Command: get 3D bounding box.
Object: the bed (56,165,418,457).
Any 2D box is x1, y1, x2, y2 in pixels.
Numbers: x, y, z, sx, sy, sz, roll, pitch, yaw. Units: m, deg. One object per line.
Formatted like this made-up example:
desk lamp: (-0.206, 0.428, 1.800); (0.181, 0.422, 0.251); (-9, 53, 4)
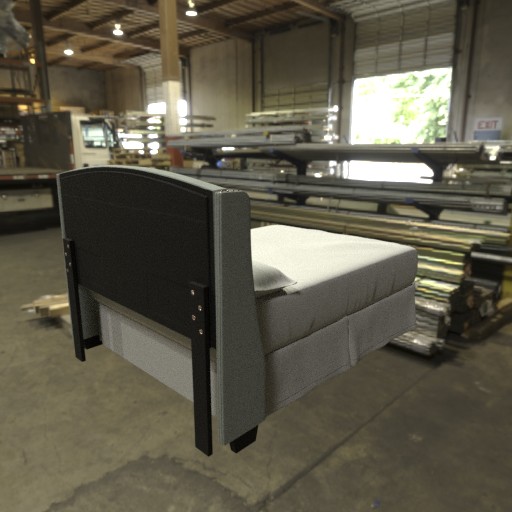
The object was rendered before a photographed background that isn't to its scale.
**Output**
bed: (0.000, 0.000, 3.346); (1.710, 1.407, 2.237); (14, 20, 43)
